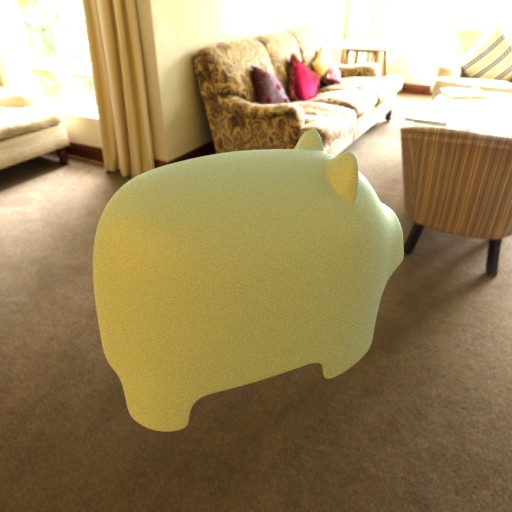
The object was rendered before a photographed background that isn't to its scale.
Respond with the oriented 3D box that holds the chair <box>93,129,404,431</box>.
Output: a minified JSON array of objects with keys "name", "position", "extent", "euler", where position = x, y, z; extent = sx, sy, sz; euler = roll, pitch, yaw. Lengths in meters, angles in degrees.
[{"name":"chair","position":[0.000,0.000,0.859],"extent":[0.619,0.423,0.364],"euler":[-11,34,-17]}]
